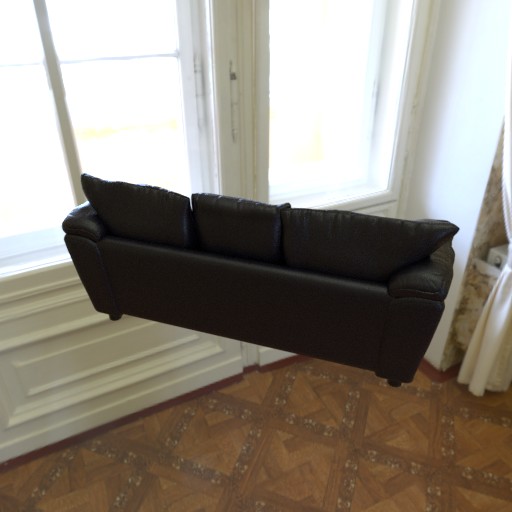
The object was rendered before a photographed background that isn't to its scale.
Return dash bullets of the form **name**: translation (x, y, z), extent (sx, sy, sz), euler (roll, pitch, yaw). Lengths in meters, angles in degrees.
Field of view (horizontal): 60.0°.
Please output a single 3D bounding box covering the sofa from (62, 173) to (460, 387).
- **sofa**: translation (0.000, 0.000, 2.868), extent (2.336, 1.073, 0.880), euler (10, 31, 16)
